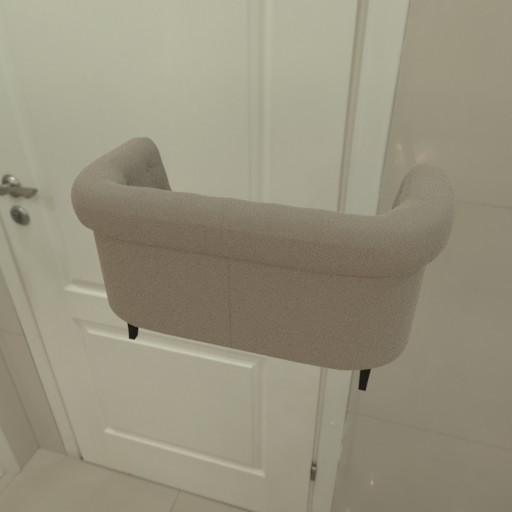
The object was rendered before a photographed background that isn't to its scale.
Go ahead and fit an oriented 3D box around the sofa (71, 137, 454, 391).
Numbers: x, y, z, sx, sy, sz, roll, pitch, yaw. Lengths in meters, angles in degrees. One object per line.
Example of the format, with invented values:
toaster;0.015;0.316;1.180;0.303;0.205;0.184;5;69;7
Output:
sofa;0.000;0.000;2.011;1.558;0.827;0.835;9;32;14
